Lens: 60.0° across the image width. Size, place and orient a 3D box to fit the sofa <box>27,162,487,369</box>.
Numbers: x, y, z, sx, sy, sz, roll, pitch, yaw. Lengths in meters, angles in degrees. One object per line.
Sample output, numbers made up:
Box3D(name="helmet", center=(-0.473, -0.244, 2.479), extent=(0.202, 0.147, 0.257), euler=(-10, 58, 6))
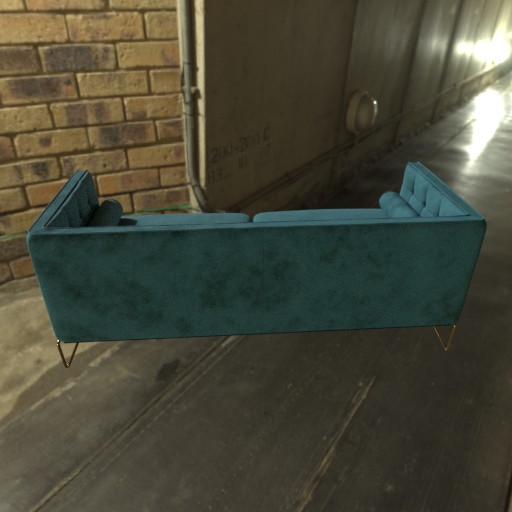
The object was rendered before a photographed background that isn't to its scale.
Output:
Box3D(name="sofa", center=(0.000, 0.000, 2.493), extent=(2.087, 0.789, 0.867), euler=(-2, 31, -3))
